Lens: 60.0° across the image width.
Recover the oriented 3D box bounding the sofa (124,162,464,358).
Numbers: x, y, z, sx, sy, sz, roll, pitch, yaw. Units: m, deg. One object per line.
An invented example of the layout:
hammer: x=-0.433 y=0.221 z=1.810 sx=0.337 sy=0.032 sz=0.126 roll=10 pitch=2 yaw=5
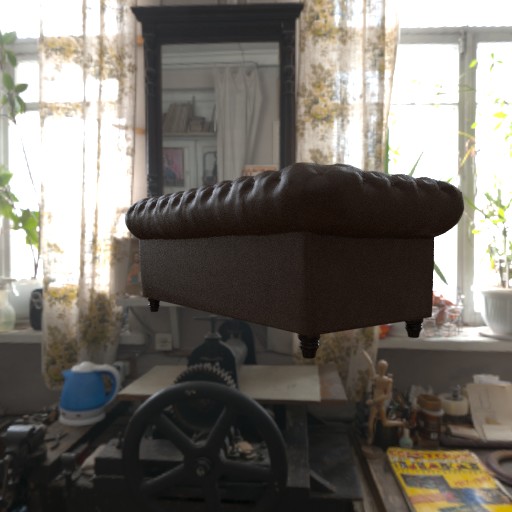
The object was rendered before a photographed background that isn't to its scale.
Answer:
sofa: x=0.000 y=0.000 z=2.593 sx=0.955 sy=0.784 sz=2.048 roll=-1 pitch=1 yaw=-36
